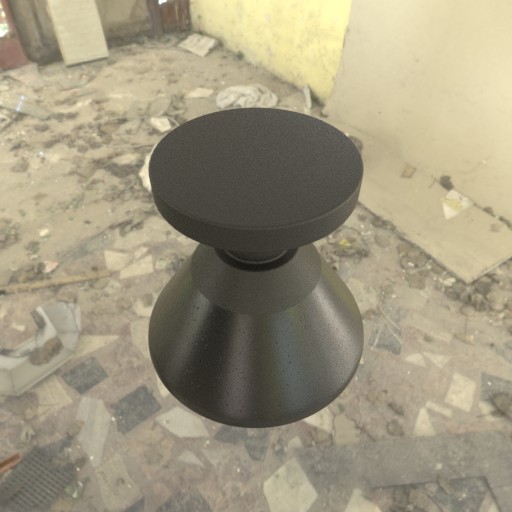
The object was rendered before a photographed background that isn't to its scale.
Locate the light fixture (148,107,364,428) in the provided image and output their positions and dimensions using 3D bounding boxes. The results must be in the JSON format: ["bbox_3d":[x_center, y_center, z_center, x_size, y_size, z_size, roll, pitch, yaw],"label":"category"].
[{"bbox_3d":[0.000,0.000,0.354,0.200,0.183,0.200,0,45,0],"label":"light fixture"}]
